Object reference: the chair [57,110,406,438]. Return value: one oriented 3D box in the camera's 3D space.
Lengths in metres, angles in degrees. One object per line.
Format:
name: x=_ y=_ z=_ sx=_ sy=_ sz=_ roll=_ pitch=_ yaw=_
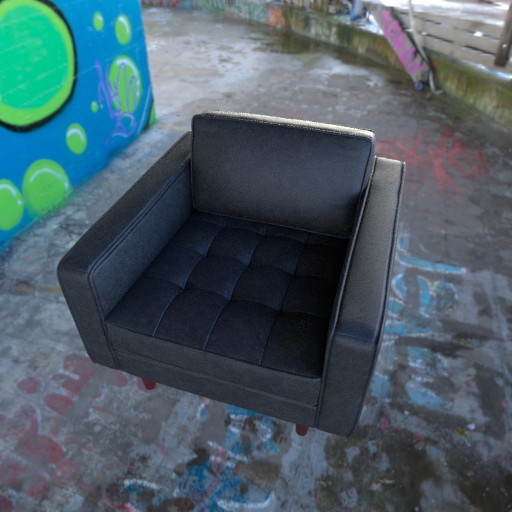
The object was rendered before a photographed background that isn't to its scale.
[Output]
chair: x=0.000 y=0.000 z=1.533 sx=0.889 sy=0.763 sz=0.914 roll=12 pitch=42 yaw=13
